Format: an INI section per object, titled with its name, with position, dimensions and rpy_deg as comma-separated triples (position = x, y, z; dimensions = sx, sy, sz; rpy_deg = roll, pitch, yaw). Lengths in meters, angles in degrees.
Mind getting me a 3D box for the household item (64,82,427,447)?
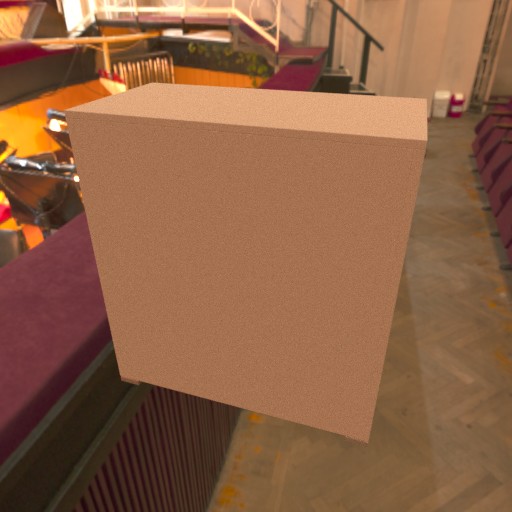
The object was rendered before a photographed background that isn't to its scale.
[household item]
position = 0.000, 0.000, 1.311
dimensions = 0.800, 0.870, 0.420
rpy_deg = 9, 32, 16
